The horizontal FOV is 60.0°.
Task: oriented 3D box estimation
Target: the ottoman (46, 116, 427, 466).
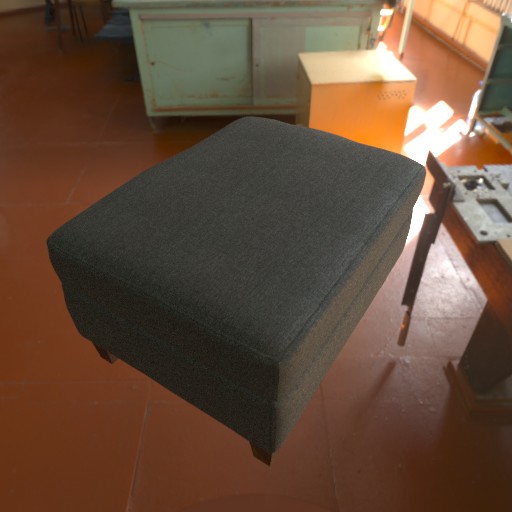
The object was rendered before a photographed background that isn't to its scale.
[{"bbox_3d":[0.000,0.000,1.217,0.639,0.496,0.826,23,45,25],"label":"ottoman"}]
